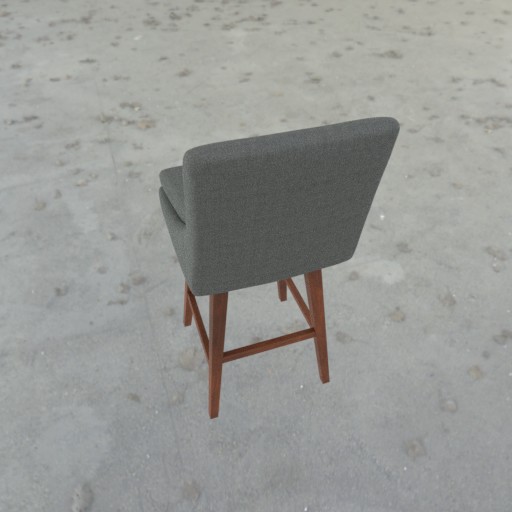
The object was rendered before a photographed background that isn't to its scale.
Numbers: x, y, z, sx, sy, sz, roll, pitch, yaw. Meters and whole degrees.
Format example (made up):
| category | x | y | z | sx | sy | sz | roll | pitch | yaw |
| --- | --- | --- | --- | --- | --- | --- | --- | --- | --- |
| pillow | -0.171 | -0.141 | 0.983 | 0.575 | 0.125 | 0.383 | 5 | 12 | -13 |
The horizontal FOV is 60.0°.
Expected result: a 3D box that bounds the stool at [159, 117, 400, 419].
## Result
| category | x | y | z | sx | sy | sz | roll | pitch | yaw |
| --- | --- | --- | --- | --- | --- | --- | --- | --- | --- |
| stool | 0.000 | 0.000 | 1.254 | 0.447 | 0.977 | 0.524 | -13 | 44 | -14 |
